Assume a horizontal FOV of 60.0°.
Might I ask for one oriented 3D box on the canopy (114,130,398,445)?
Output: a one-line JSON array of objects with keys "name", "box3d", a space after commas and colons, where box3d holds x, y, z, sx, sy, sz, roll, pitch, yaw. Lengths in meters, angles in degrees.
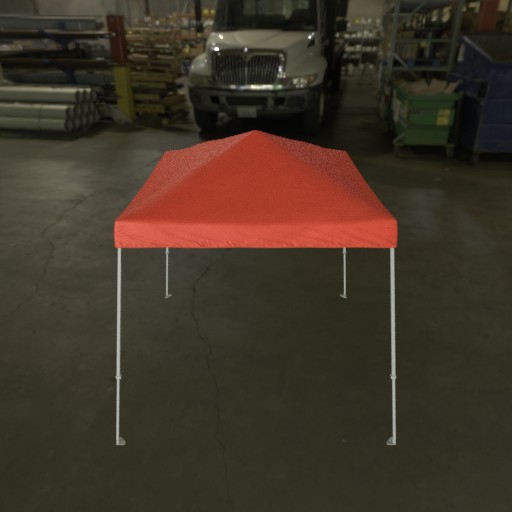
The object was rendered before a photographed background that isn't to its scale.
[{"name": "canopy", "box3d": [0.000, 0.000, 5.122, 2.849, 2.850, 2.850, 0, 27, 0]}]
